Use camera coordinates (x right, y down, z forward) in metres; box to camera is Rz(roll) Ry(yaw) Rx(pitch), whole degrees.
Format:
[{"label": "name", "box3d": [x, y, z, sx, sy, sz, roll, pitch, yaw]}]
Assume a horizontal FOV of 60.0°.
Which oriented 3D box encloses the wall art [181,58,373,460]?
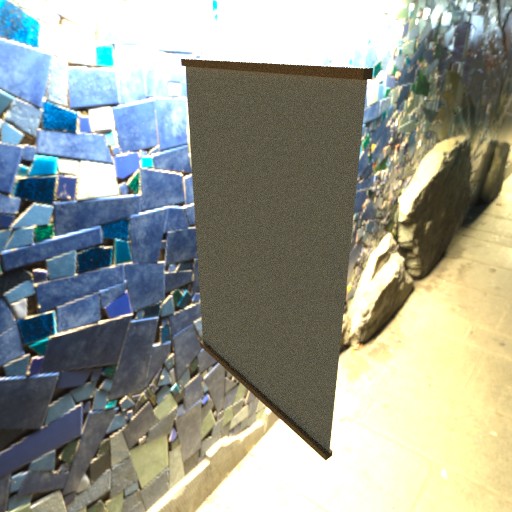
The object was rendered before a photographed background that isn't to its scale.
[{"label": "wall art", "box3d": [0.000, 0.000, 1.272, 0.027, 1.020, 0.669, -19, 32, -34]}]
